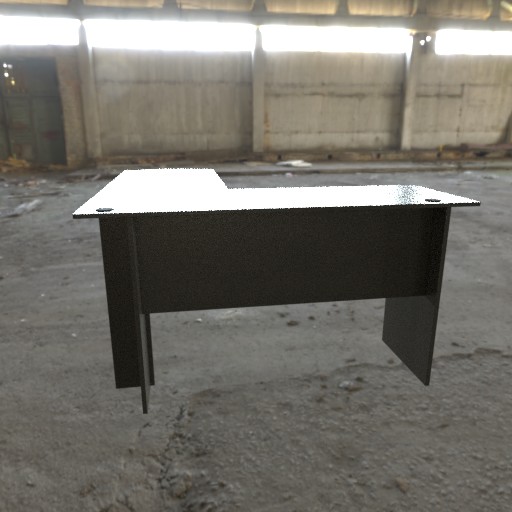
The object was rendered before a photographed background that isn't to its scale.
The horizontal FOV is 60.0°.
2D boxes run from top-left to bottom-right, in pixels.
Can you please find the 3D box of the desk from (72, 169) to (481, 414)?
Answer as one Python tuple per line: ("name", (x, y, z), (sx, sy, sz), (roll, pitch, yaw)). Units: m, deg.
("desk", (0.000, 0.000, 2.129), (1.303, 0.716, 1.361), (-3, 17, -9))
